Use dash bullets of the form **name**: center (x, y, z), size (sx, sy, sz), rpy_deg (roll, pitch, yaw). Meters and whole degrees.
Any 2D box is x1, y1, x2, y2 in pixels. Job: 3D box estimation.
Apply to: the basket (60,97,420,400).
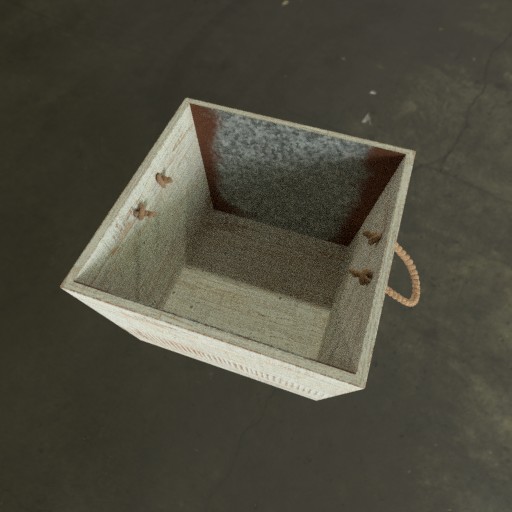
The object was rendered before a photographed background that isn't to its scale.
- **basket**: center (0.000, 0.000, 0.764), size (0.545, 0.247, 0.413), rpy_deg (16, 59, 10)
